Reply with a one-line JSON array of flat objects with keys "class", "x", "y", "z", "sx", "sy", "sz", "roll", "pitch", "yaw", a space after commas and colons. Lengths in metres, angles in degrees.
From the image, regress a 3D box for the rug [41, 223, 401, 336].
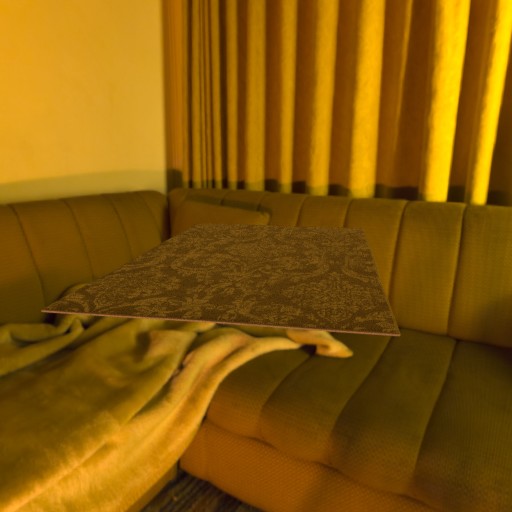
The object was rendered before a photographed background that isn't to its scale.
[{"class": "rug", "x": 0.000, "y": 0.000, "z": 2.315, "sx": 1.206, "sy": 0.012, "sz": 1.824, "roll": 2, "pitch": 14, "yaw": 10}]
